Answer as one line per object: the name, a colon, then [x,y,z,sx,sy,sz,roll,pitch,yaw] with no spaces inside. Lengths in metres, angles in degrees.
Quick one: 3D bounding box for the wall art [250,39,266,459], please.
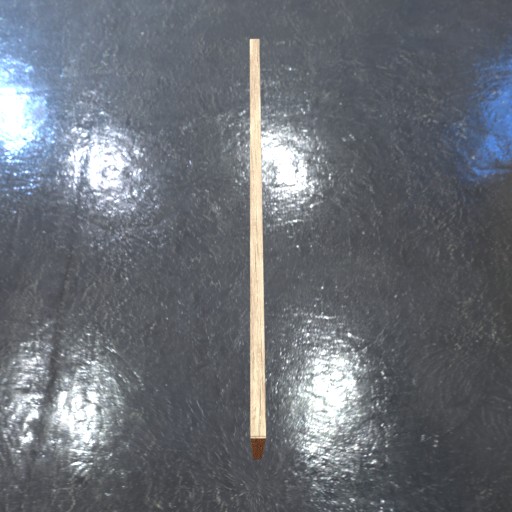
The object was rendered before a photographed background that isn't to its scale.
wall art: [0.000,0.000,0.963,0.021,0.480,0.780,0,62,0]
